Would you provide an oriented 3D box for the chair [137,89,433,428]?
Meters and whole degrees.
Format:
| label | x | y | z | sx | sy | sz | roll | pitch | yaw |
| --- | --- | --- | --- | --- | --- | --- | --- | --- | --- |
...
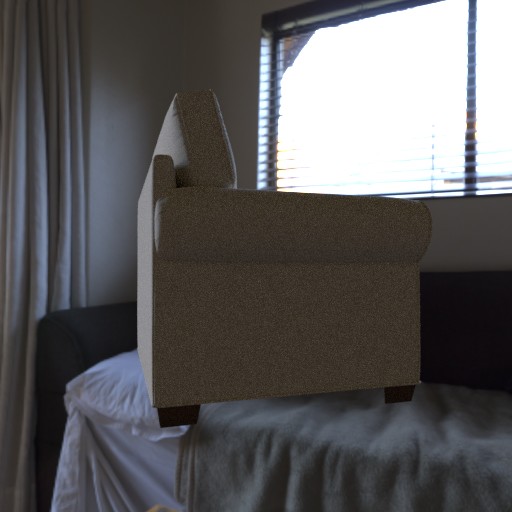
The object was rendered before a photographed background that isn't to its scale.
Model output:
| label | x | y | z | sx | sy | sz | roll | pitch | yaw |
| --- | --- | --- | --- | --- | --- | --- | --- | --- | --- |
| chair | 0.000 | 0.000 | 1.734 | 0.863 | 0.955 | 1.040 | 0 | -1 | -17 |
